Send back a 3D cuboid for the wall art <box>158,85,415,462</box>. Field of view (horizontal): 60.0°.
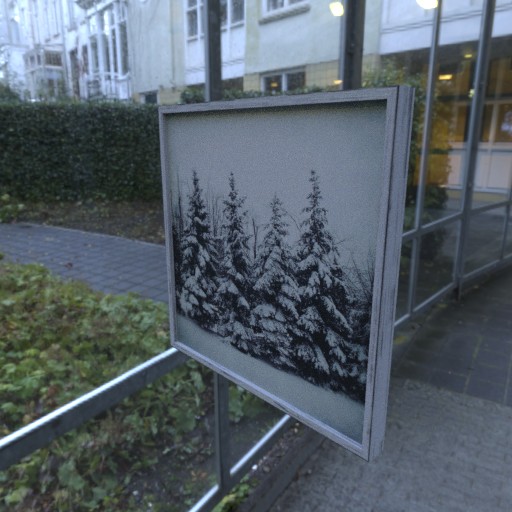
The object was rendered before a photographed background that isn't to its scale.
[{"bbox_3d":[0.000,0.000,0.755,0.038,0.506,0.506,-14,21,-42],"label":"wall art"}]
